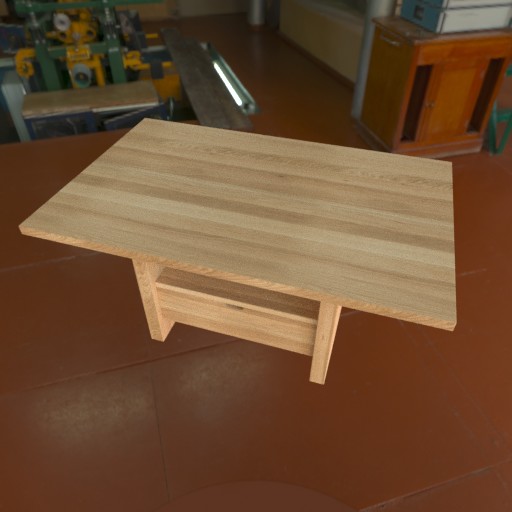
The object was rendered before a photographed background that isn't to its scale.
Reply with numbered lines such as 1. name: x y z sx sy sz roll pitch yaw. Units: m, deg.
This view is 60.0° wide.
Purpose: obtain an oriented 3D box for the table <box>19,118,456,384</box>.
1. table: 0.000 0.000 1.468 1.100 0.510 0.700 12 43 13
